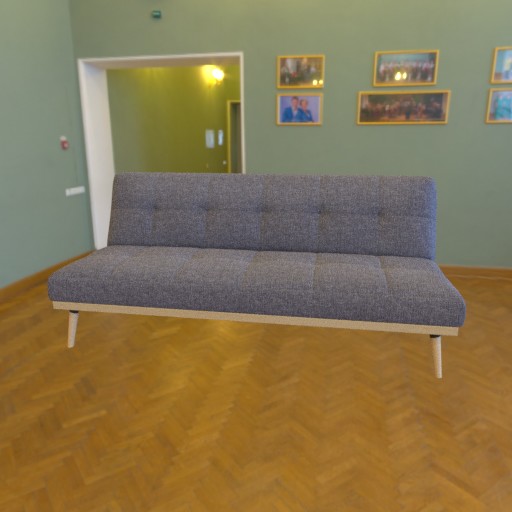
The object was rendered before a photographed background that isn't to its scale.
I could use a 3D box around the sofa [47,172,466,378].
[{"bbox_3d":[0.000,0.000,2.238,1.820,0.770,0.820,2,15,9],"label":"sofa"}]
